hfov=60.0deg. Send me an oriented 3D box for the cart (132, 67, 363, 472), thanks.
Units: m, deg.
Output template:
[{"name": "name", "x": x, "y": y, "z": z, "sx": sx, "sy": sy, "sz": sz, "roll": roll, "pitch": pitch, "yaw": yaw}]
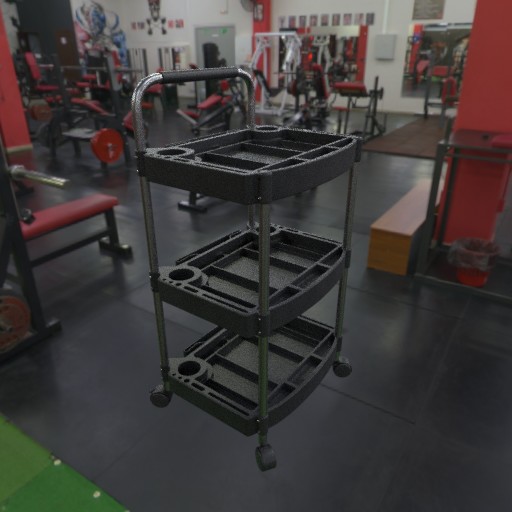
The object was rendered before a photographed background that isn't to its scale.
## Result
[{"name": "cart", "x": 0.000, "y": 0.000, "z": 1.396, "sx": 0.518, "sy": 1.075, "sz": 0.584, "roll": 17, "pitch": 31, "yaw": 32}]
